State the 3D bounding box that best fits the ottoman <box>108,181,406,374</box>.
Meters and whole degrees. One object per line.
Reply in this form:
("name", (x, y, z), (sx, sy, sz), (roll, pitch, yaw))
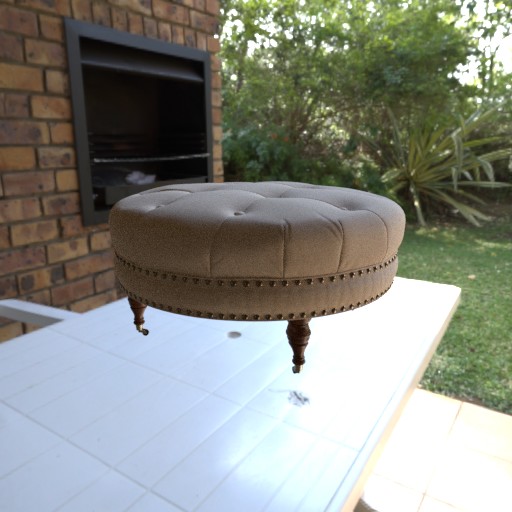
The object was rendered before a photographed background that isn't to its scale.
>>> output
("ottoman", (0.000, 0.000, 1.502), (0.940, 0.483, 0.940), (0, 14, 0))
